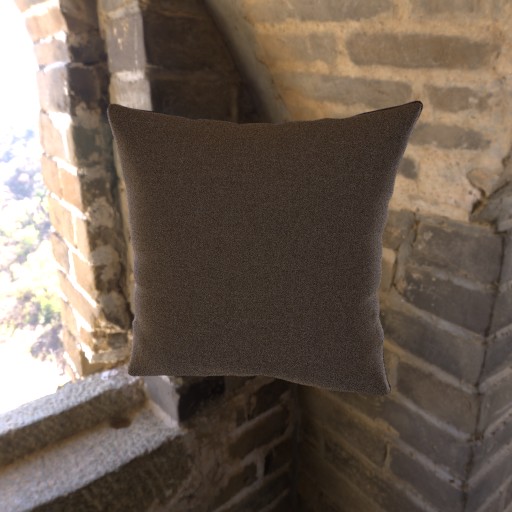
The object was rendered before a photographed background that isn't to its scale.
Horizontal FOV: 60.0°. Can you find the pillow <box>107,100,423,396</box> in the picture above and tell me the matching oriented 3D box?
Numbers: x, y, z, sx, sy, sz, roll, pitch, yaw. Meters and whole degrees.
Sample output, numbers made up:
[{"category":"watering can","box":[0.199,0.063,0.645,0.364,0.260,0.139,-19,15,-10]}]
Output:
[{"category":"pillow","box":[0.000,0.000,0.672,0.440,0.441,0.147,2,17,7]}]
